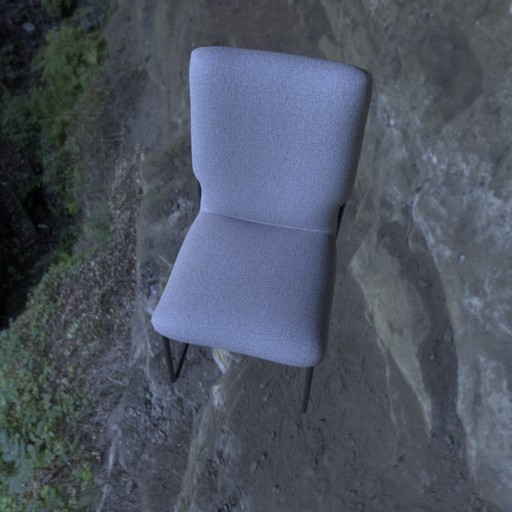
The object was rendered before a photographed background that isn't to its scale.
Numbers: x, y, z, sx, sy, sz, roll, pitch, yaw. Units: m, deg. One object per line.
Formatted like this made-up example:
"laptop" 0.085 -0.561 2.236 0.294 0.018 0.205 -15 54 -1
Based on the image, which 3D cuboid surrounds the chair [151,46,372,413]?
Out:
"chair" 0.000 0.000 1.182 0.448 0.864 0.560 11 59 7
